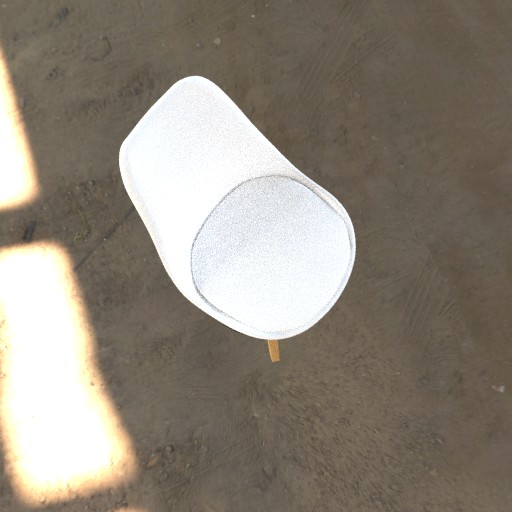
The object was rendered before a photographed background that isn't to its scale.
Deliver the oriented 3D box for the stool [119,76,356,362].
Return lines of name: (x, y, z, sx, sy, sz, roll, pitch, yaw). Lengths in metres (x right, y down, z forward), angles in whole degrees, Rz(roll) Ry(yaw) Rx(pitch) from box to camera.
stool: (0.000, 0.000, 1.392, 0.549, 1.115, 0.482, 35, 78, 9)
